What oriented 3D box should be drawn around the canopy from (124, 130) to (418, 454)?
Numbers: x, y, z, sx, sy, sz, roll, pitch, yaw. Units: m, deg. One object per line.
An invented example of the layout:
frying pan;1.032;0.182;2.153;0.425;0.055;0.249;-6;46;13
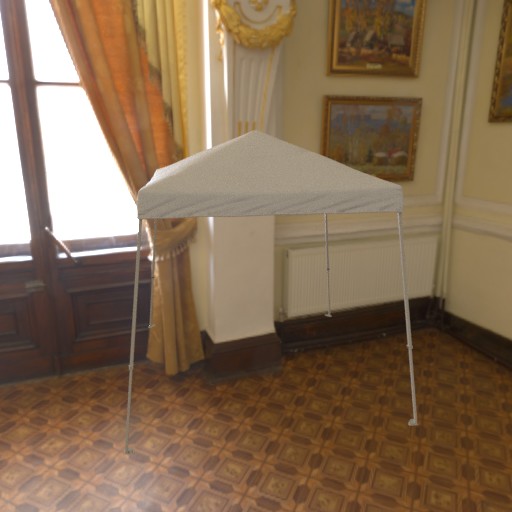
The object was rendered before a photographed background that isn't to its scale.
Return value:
canopy;0.000;0.000;6.584;3.600;3.600;3.599;-2;16;-8
